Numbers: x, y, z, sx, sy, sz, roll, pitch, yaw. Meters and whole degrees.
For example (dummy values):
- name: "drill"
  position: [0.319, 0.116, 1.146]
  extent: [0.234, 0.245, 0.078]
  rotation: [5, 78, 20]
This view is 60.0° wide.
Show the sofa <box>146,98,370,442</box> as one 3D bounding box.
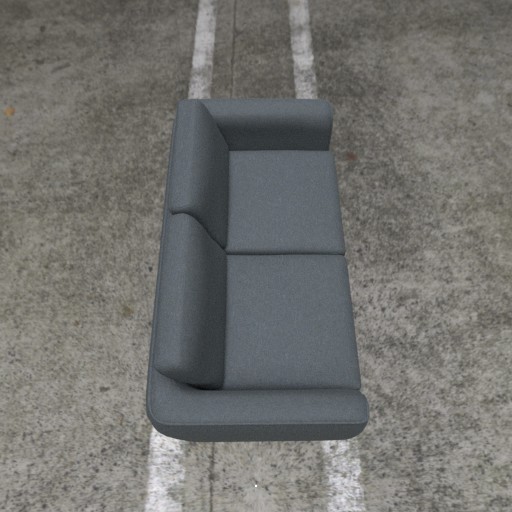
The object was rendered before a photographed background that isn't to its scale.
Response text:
- name: "sofa"
  position: [0.000, 0.000, 2.212]
  extent: [0.920, 0.850, 1.700]
  rotation: [-1, 63, 0]
